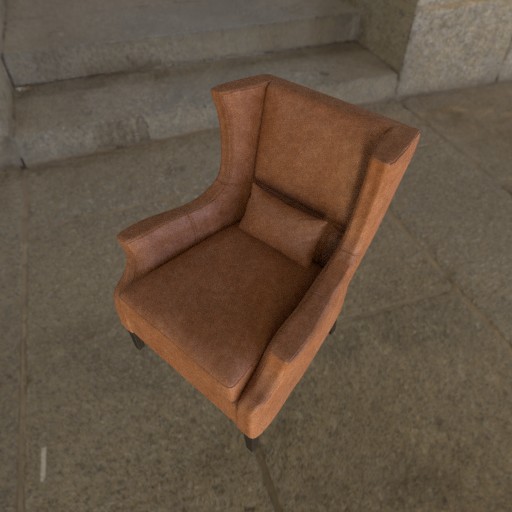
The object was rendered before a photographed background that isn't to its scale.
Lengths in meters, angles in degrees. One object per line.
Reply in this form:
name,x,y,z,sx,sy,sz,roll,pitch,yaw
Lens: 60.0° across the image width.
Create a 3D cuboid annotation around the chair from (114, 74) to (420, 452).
chair,0.000,0.000,1.731,0.853,1.016,0.926,32,54,28
